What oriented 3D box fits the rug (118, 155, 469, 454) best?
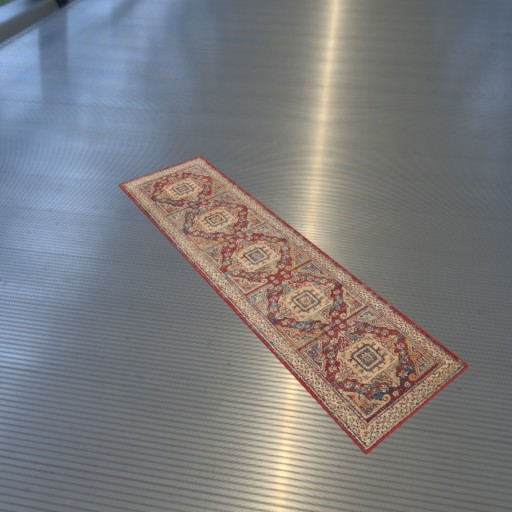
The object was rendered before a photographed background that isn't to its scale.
[{"bbox_3d":[0.000,0.000,2.502,0.659,0.015,2.292,-26,48,-26],"label":"rug"}]
